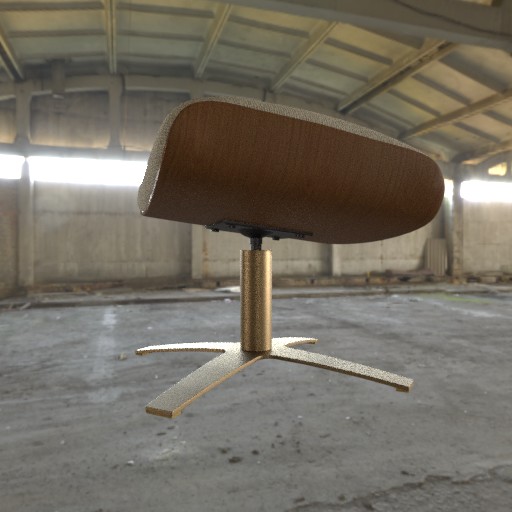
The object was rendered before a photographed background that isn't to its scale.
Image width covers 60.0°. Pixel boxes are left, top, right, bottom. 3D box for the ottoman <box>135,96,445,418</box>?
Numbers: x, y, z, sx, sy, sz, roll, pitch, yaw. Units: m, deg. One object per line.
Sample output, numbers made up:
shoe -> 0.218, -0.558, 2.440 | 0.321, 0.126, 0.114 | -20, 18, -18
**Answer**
ottoman -> 0.000, 0.000, 0.772 | 0.394, 0.391, 0.520 | 0, 0, -17
